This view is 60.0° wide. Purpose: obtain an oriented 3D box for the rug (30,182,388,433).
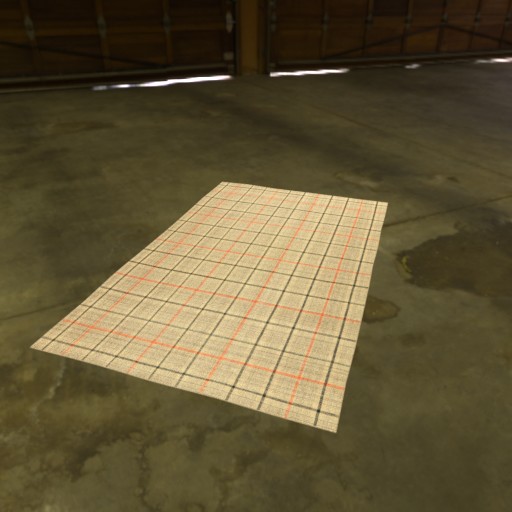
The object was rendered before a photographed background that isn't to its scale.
[{"bbox_3d":[0.000,0.000,2.975,1.524,0.015,2.439,10,31,17],"label":"rug"}]
